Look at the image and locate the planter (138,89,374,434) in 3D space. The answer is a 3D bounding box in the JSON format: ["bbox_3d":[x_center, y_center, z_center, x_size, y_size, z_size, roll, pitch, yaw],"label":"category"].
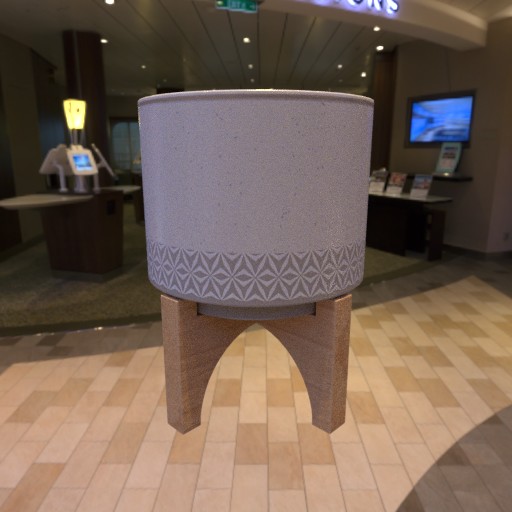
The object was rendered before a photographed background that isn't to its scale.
[{"bbox_3d":[0.000,0.000,0.272,0.130,0.178,0.130,0,14,0],"label":"planter"}]
